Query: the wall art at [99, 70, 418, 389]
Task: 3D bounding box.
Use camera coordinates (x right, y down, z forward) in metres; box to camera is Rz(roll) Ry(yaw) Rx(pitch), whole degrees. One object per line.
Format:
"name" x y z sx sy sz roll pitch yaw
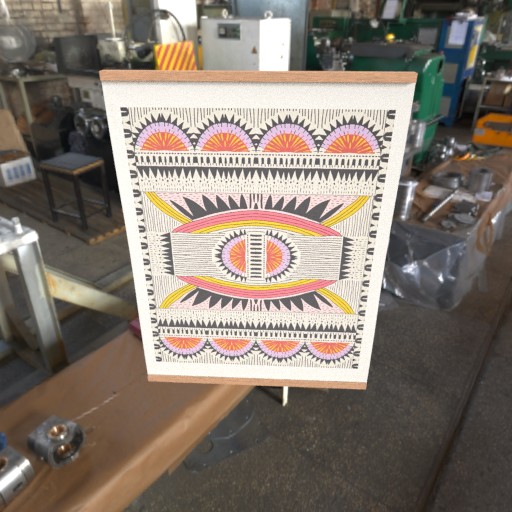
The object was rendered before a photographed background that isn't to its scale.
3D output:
"wall art" 0.000 0.000 1.313 0.765 1.016 0.028 1 29 3
